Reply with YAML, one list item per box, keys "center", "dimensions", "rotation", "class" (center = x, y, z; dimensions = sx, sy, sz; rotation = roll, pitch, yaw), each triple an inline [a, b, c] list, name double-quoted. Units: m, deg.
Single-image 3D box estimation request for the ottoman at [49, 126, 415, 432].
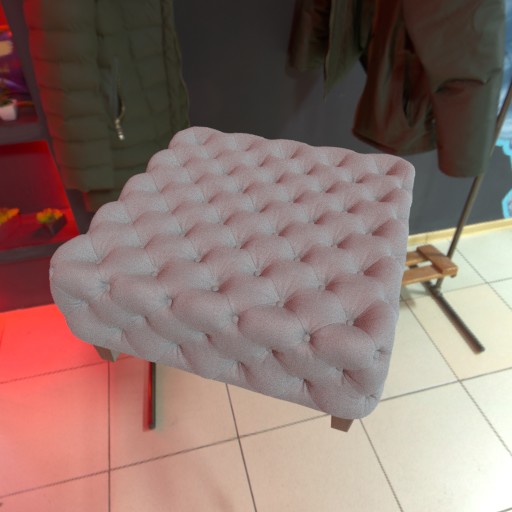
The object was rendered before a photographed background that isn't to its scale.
- center: [0.000, 0.000, 1.456]
  dimensions: [0.911, 0.439, 0.917]
  rotation: [12, 43, 13]
  class: "ottoman"
